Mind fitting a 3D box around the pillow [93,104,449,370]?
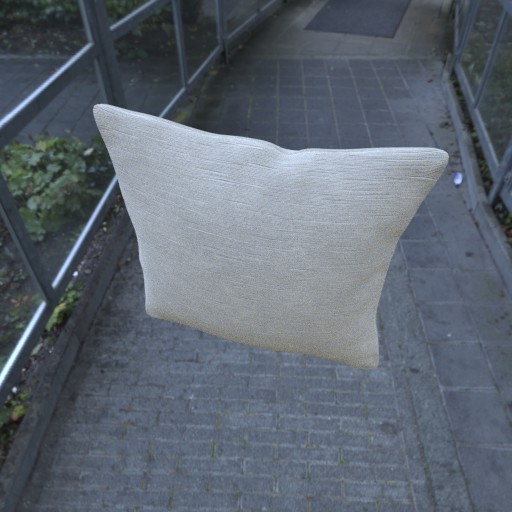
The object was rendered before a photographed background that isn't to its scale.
[{"bbox_3d":[0.000,0.000,0.662,0.437,0.420,0.162,11,44,12],"label":"pillow"}]
